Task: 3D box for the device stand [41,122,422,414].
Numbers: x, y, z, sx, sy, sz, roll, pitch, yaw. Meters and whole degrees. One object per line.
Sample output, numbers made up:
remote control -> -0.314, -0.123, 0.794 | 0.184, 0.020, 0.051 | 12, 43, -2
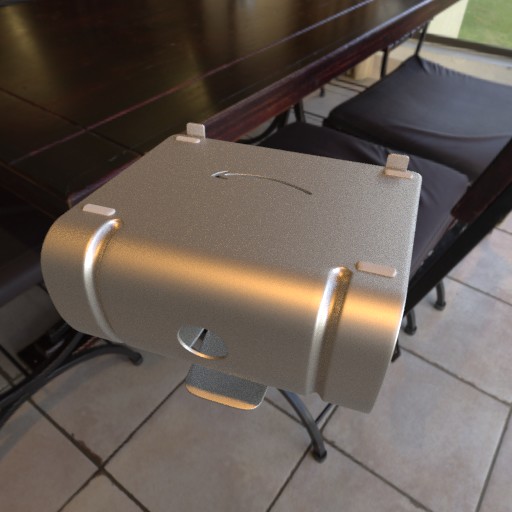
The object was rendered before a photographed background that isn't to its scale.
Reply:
device stand -> 0.000, 0.000, 0.396 | 0.256, 0.155, 0.236 | 12, 44, 13
